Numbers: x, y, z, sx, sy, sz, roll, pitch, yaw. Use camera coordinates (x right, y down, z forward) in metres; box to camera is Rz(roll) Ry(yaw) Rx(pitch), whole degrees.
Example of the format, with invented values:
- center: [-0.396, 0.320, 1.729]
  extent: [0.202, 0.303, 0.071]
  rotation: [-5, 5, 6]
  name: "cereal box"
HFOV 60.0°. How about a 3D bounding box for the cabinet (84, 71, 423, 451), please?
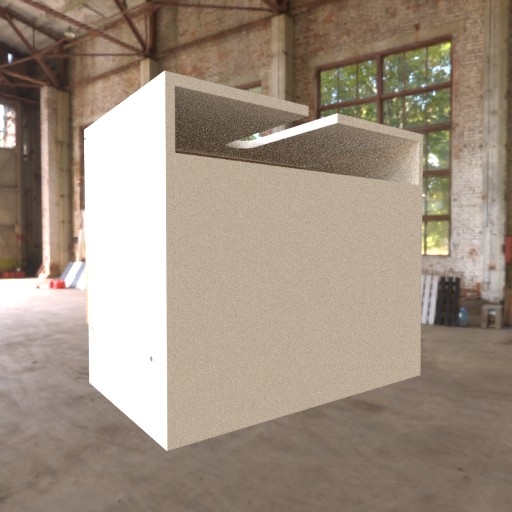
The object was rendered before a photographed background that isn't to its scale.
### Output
- center: [0.000, 0.000, 0.946]
  extent: [0.600, 0.522, 0.400]
  rotation: [-1, 2, -36]
  name: "cabinet"
